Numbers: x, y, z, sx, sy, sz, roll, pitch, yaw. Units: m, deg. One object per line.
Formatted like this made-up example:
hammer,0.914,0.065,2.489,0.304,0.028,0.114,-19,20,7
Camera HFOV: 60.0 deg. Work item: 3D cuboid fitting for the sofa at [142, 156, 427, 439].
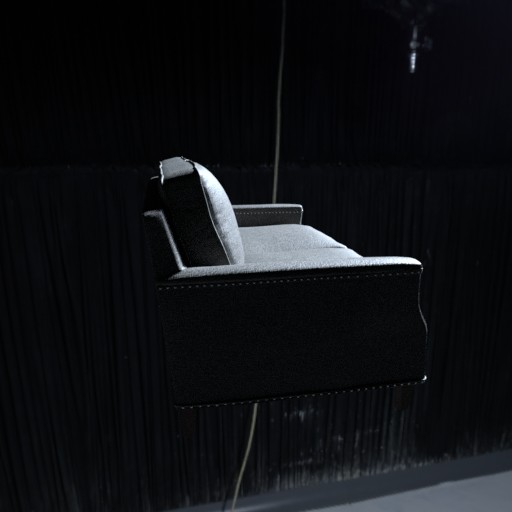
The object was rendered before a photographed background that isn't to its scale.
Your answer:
sofa,0.000,0.000,2.321,1.084,1.003,1.597,-3,15,-11
